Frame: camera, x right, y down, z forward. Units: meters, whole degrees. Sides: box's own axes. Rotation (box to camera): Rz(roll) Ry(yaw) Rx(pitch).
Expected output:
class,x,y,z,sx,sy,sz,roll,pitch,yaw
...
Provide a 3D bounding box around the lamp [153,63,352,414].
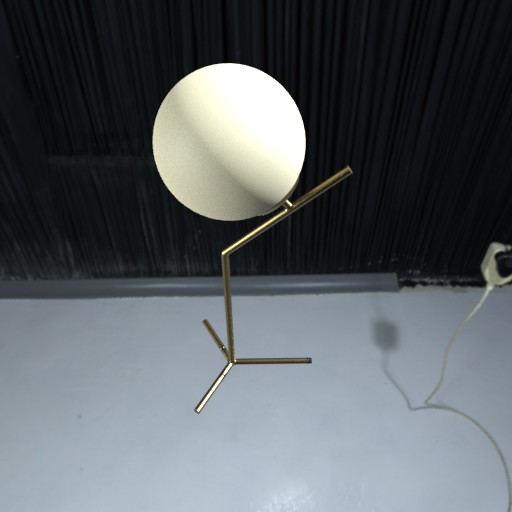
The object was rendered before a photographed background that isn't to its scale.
class,x,y,z,sx,sy,sz,roll,pitch,yaw
lamp,0.000,0.000,0.670,0.251,0.552,0.210,0,41,-1
